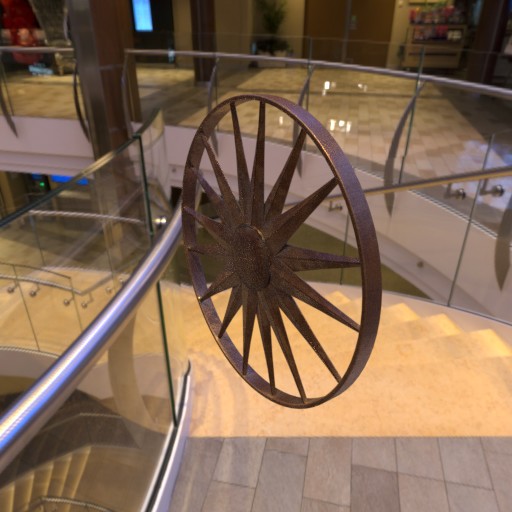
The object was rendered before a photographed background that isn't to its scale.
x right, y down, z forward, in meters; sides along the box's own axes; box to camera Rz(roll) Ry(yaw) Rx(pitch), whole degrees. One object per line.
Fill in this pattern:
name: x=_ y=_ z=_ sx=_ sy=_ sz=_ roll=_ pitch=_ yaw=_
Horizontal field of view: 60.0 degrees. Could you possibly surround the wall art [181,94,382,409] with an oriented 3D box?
wall art: x=0.000 y=0.000 z=0.849 sx=0.084 sy=0.583 sz=0.582 roll=-18 pitch=34 yaw=-29
